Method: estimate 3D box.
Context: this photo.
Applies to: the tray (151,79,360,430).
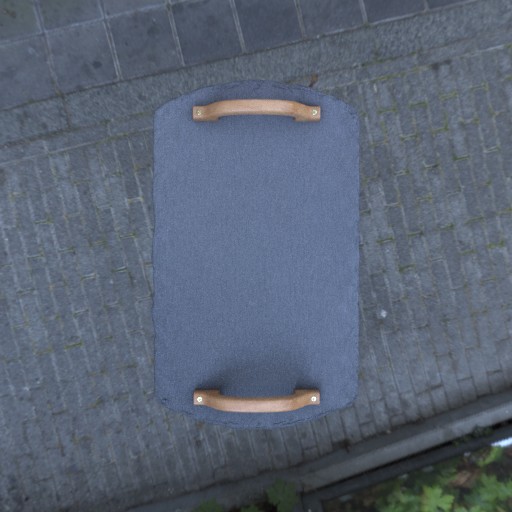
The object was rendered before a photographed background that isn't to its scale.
[{"bbox_3d":[0.000,0.000,0.484,0.231,0.062,0.387,0,91,-1],"label":"tray"}]
